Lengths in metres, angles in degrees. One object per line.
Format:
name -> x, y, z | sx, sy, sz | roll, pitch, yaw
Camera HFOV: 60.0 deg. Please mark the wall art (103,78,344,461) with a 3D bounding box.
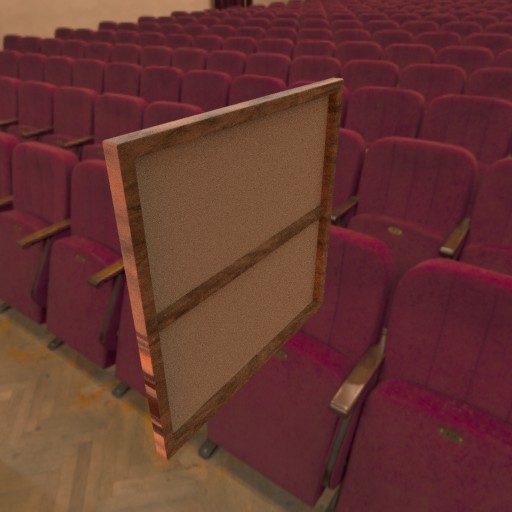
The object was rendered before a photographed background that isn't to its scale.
wall art -> 0.000, 0.000, 1.110 | 0.035, 0.747, 0.747 | 20, 36, 31
